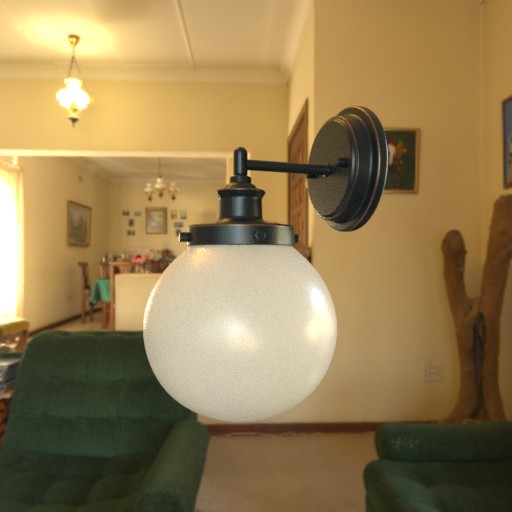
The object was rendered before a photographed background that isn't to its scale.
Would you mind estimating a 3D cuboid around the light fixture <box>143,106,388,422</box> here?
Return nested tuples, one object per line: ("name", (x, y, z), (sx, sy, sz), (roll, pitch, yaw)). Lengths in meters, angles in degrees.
("light fixture", (0.000, 0.000, 0.467), (0.230, 0.332, 0.197), (0, 0, -19))
